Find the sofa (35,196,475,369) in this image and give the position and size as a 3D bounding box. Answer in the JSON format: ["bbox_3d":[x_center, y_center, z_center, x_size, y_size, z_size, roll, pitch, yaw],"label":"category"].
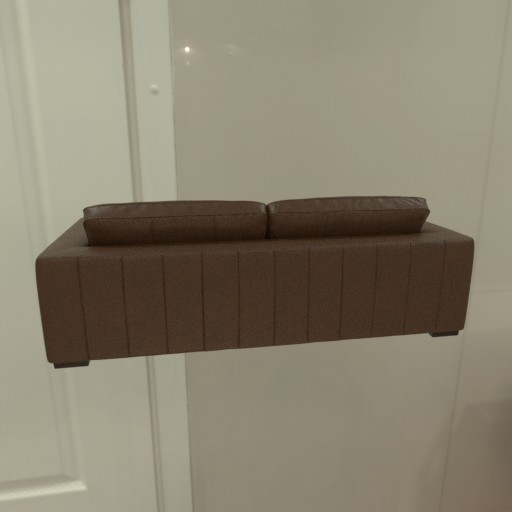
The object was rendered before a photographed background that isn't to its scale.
[{"bbox_3d":[0.000,0.000,2.749,2.262,0.801,1.070,-3,16,-10],"label":"sofa"}]
